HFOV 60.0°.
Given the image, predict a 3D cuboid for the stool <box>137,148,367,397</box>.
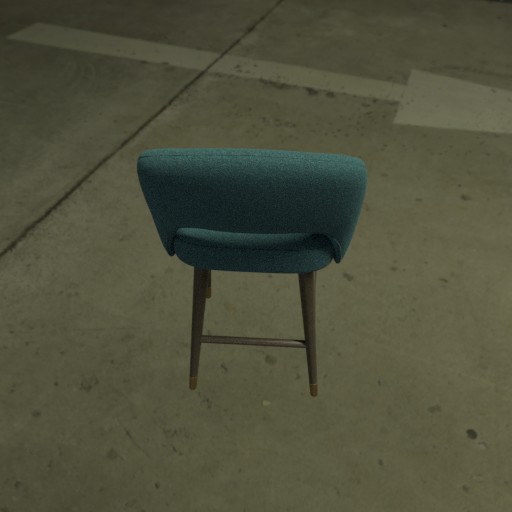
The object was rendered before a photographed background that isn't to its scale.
[{"bbox_3d":[0.000,0.000,1.342,0.536,1.032,0.522,2,46,2],"label":"stool"}]
